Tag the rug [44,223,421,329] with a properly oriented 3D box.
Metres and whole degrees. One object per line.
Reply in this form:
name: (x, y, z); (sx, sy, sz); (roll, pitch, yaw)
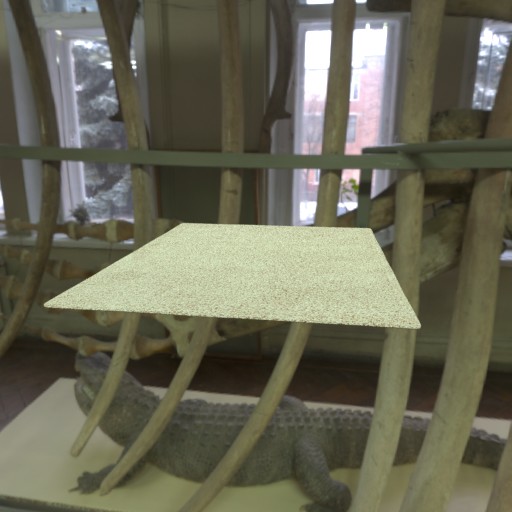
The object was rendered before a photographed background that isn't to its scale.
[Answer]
rug: (0.000, 0.000, 4.245); (2.438, 0.029, 3.047); (2, 15, 8)
